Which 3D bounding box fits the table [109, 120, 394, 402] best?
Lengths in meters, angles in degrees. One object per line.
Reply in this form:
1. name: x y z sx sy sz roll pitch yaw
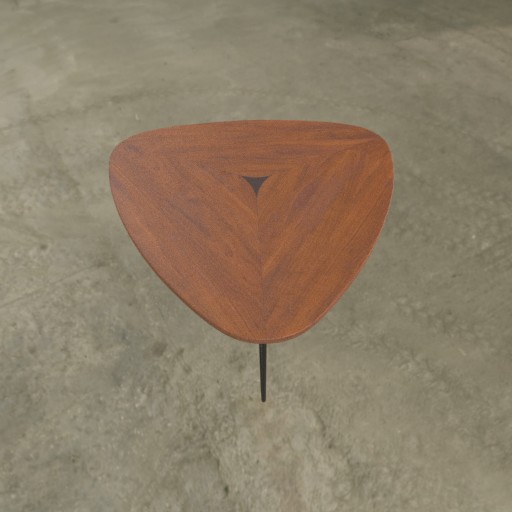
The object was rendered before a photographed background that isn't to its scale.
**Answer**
1. table: 0.000 0.000 1.318 0.833 0.413 0.821 -2 48 -2
